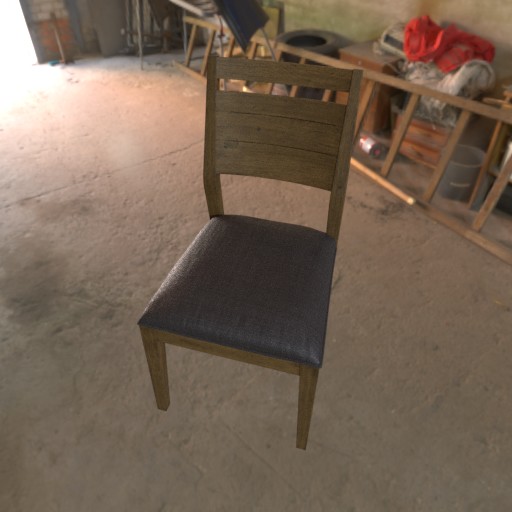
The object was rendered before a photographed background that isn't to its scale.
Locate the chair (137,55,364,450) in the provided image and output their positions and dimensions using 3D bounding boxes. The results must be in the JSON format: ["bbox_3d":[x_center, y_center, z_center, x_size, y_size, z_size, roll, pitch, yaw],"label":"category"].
[{"bbox_3d":[0.000,0.000,1.305,0.501,0.939,0.610,11,43,12],"label":"chair"}]
